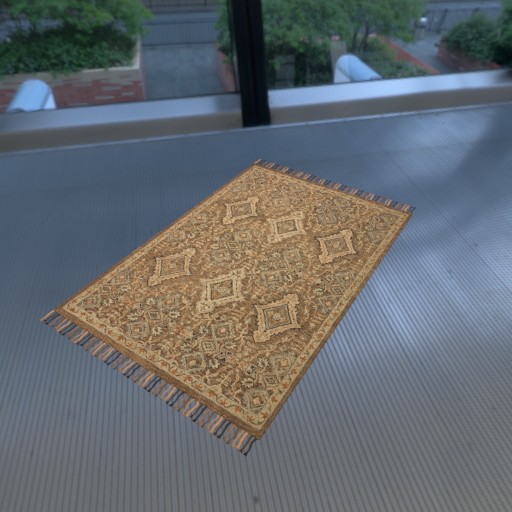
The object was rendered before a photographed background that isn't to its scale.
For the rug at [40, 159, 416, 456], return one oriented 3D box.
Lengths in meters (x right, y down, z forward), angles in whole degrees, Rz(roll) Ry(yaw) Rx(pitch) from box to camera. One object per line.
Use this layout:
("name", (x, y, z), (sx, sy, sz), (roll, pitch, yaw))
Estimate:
("rug", (0.000, 0.000, 3.124), (1.516, 0.010, 2.434), (23, 45, 25))
